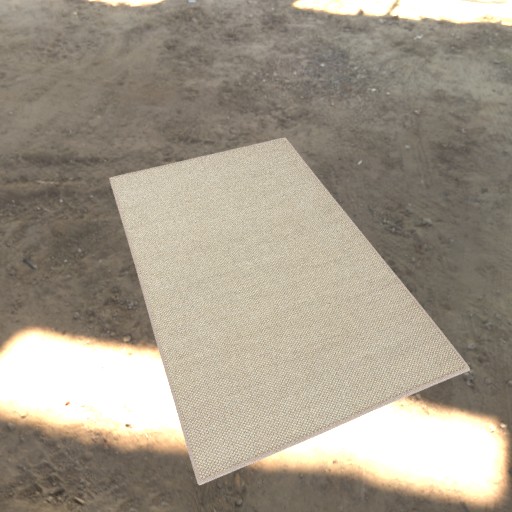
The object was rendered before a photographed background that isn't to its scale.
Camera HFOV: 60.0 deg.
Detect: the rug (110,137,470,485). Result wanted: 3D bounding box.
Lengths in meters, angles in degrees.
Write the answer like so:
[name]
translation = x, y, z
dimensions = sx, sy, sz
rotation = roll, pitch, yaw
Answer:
[rug]
translation = 0.000, 0.000, 2.046
dimensions = 1.067, 0.013, 1.676
rotation = -17, 50, -15
